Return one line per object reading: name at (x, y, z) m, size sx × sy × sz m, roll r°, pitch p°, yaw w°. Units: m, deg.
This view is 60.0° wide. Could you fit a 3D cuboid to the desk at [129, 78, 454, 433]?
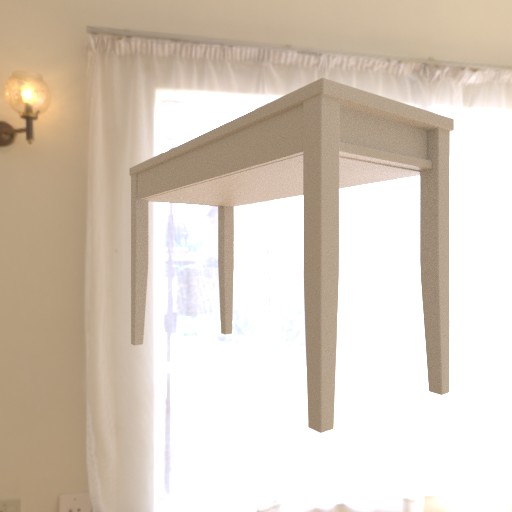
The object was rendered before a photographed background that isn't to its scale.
desk at (0.000, 0.000, 1.601) m, size 0.508 × 0.775 × 1.220 m, roll 0°, pitch 0°, yaw -35°
